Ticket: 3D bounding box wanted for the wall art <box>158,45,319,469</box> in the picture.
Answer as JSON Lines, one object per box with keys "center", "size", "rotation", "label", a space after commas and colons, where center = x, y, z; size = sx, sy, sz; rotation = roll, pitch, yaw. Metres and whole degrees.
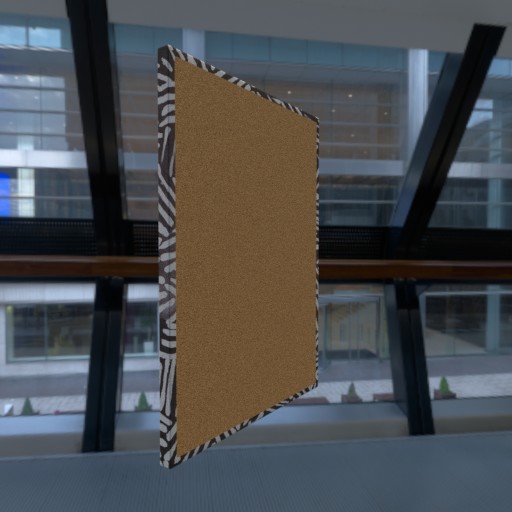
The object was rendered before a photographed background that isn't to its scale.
{"center": [0.000, 0.000, 1.378], "size": [0.038, 1.017, 0.765], "rotation": [1, 2, 36], "label": "wall art"}
